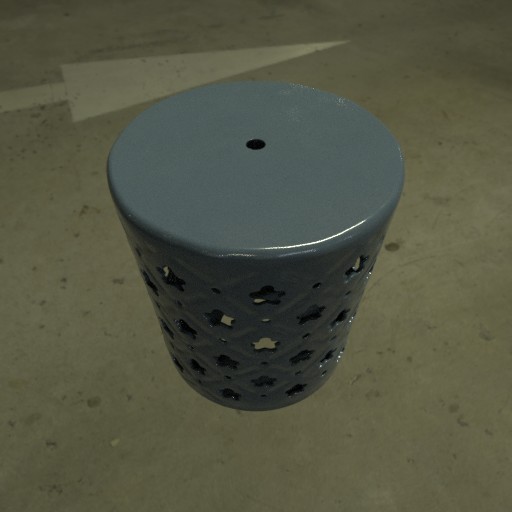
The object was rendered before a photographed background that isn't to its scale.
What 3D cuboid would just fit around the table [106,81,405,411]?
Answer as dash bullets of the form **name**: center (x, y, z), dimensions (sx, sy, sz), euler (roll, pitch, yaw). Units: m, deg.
- **table**: center (0.000, 0.000, 0.663), dimensions (0.352, 0.387, 0.352), euler (0, 47, 0)
